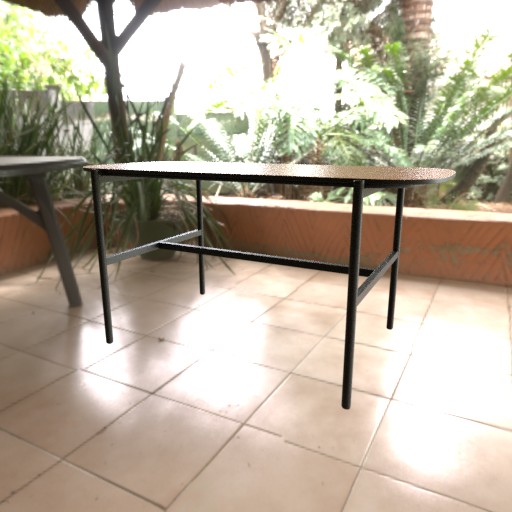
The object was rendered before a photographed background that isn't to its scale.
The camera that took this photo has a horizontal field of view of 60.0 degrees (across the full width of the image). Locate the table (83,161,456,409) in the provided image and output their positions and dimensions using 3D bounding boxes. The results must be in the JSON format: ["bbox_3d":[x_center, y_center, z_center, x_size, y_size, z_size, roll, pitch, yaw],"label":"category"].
[{"bbox_3d":[0.000,0.000,1.023,0.800,0.400,0.400,7,16,26],"label":"table"}]
